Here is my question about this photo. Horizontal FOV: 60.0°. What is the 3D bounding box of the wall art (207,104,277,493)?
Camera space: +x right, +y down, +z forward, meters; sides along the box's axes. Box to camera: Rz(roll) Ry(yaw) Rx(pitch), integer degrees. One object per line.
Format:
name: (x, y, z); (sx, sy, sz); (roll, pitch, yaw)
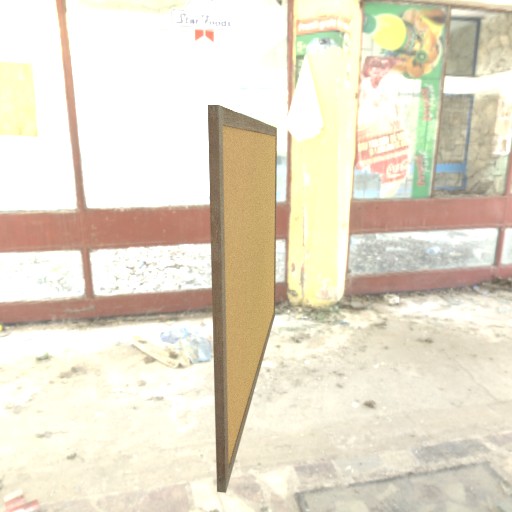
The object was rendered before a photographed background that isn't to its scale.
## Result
wall art: (0.000, 0.000, 1.324); (0.019, 0.774, 1.012); (2, 14, 8)
